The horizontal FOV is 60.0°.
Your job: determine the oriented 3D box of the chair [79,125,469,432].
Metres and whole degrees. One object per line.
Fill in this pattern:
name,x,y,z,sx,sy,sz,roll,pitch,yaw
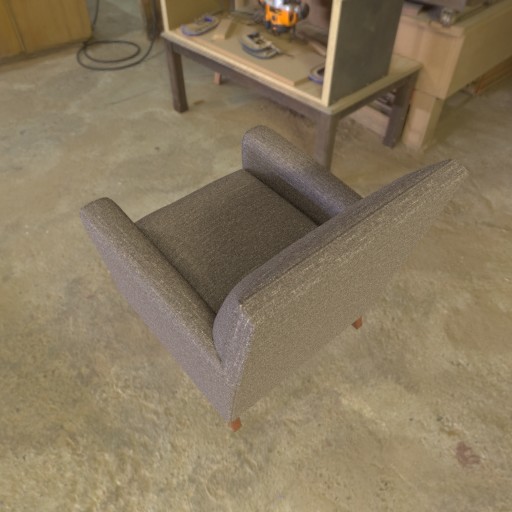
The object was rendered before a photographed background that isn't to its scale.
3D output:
chair,0.000,0.000,1.554,0.838,0.885,0.875,-32,55,-26
